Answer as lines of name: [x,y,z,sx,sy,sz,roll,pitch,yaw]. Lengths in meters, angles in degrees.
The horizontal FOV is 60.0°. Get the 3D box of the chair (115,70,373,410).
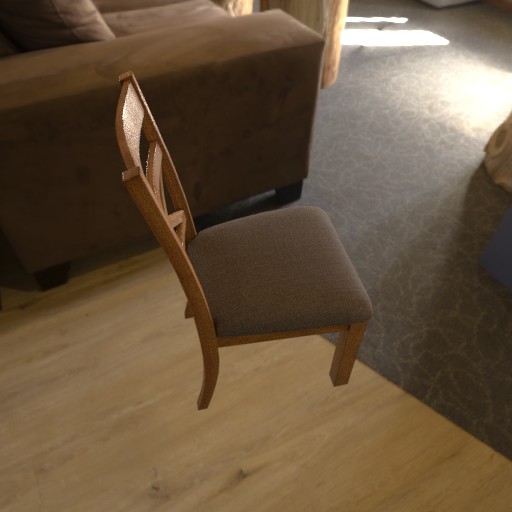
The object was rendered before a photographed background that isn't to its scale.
chair: [0.000,0.000,1.270,0.581,0.949,0.470,-9,48,-9]
